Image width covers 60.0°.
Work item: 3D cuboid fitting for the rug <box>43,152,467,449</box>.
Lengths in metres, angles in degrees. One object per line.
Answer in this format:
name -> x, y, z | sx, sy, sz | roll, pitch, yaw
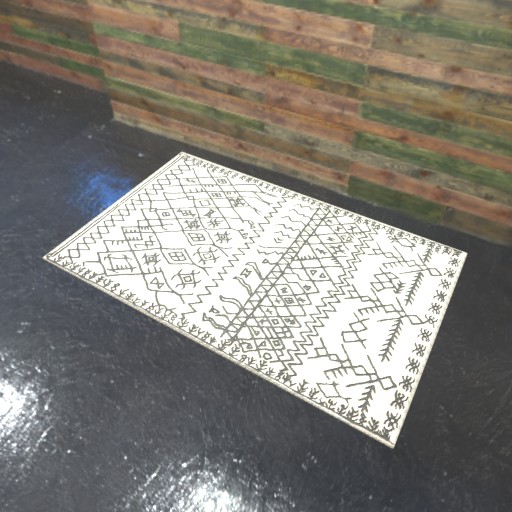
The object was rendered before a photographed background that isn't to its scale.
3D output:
rug -> 0.000, 0.000, 3.002 | 2.444, 0.012, 1.526 | 23, 50, 21
